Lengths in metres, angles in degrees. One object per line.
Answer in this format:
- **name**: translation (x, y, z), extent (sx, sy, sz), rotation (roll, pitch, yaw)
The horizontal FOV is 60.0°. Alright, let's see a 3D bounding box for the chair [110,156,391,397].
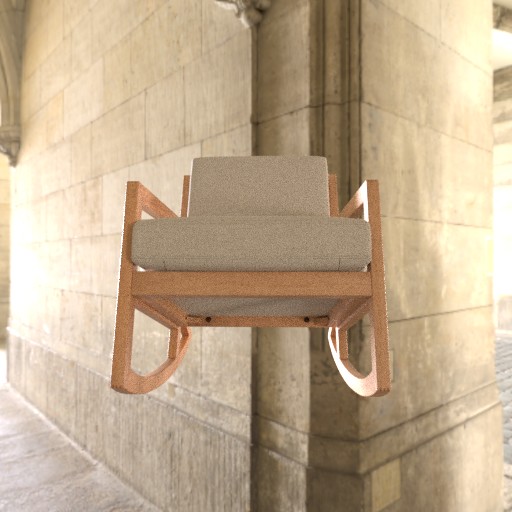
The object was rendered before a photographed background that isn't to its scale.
- **chair**: translation (0.000, 0.000, 1.408), extent (0.622, 0.790, 0.857), rotation (0, 0, 2)
